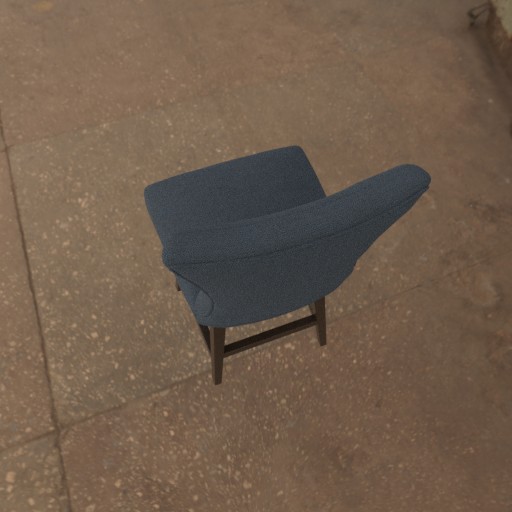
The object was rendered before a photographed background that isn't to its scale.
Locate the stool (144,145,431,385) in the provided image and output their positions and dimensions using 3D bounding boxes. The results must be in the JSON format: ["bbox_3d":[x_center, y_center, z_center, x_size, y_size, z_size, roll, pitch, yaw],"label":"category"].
[{"bbox_3d":[0.000,0.000,1.294,0.514,1.000,0.574,-18,60,-11],"label":"stool"}]
